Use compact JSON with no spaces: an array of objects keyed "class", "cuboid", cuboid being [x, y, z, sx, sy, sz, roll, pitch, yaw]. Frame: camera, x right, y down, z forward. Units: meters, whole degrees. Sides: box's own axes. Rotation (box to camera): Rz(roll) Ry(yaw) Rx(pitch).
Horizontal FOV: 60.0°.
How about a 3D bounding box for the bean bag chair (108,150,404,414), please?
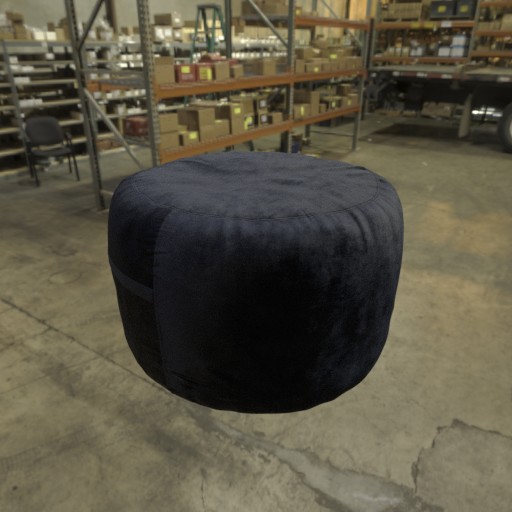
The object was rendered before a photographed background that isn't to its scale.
[{"class":"bean bag chair","cuboid":[0.000,0.000,1.955,1.219,0.762,1.219,0,26,0]}]
